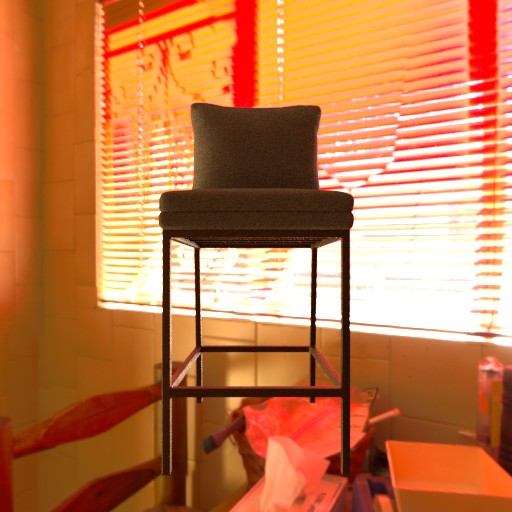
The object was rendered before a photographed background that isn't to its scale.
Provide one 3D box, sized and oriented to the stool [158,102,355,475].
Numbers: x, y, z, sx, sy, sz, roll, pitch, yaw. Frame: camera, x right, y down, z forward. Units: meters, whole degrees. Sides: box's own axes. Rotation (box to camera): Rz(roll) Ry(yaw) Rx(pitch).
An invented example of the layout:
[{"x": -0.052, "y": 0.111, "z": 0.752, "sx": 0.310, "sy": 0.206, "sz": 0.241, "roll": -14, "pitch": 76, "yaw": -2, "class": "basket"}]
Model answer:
[{"x": 0.000, "y": 0.000, "z": 1.311, "sx": 0.463, "sy": 1.031, "sz": 0.569, "roll": 0, "pitch": 0, "yaw": 0, "class": "stool"}]
